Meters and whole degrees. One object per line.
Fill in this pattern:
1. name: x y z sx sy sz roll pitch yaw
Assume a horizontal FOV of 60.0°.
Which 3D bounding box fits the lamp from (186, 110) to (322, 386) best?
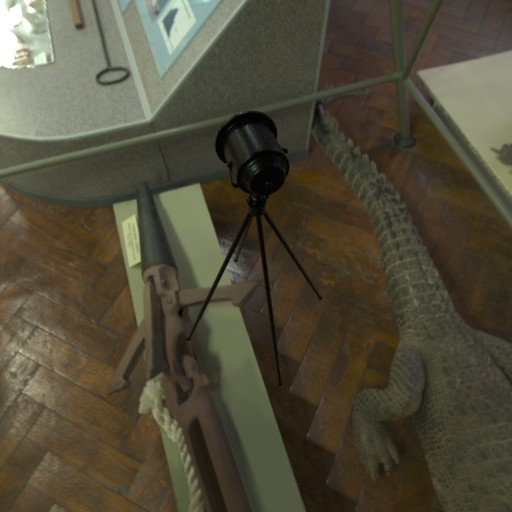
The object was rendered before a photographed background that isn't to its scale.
1. lamp: 0.000 0.000 2.095 0.879 1.504 0.884 -16 60 -9
